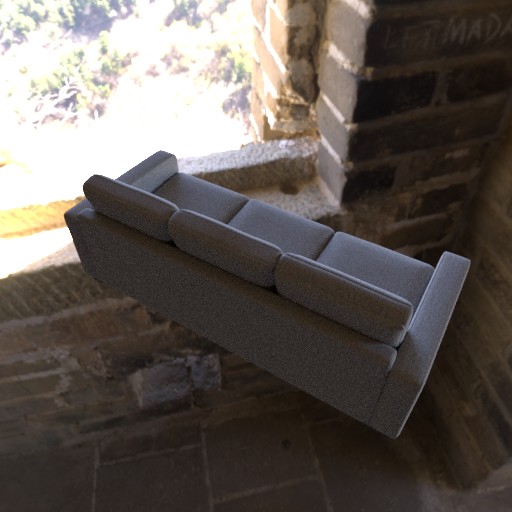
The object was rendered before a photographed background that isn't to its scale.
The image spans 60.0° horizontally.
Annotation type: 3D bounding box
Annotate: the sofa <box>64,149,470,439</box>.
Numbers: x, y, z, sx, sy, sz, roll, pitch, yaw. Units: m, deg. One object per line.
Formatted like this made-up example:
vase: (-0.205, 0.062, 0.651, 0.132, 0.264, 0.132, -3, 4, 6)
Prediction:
sofa: (0.000, 0.000, 2.552, 2.120, 0.800, 0.900, 23, 49, 22)
